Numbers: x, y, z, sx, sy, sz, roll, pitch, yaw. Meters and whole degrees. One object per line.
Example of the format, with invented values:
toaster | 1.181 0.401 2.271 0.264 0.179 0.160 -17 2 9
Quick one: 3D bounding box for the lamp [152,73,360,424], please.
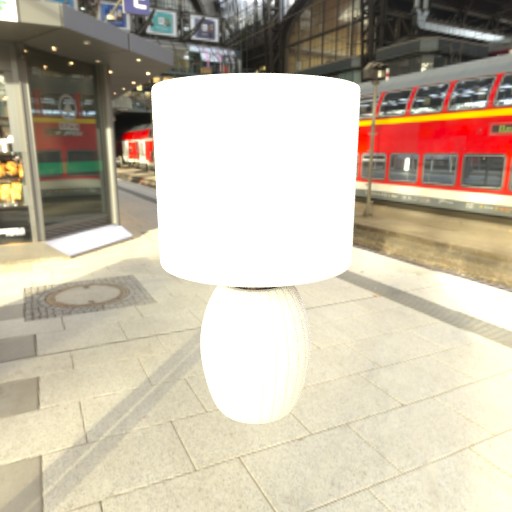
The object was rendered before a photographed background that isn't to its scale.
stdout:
lamp | 0.000 0.000 0.776 0.328 0.570 0.328 0 14 0
